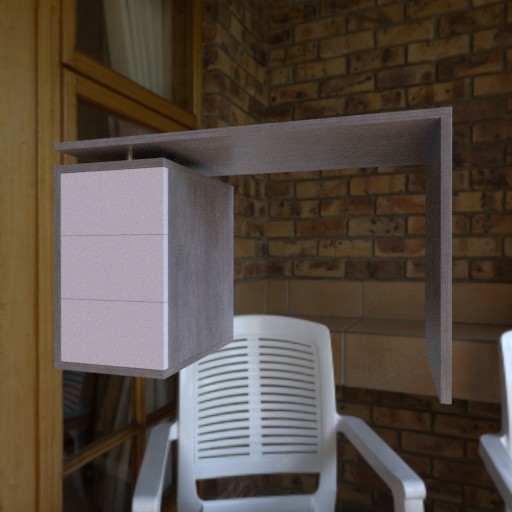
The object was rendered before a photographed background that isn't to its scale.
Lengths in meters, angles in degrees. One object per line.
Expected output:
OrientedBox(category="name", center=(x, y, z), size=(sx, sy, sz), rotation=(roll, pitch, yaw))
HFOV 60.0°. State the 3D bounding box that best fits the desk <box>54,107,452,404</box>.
OrientedBox(category="desk", center=(0.000, 0.000, 1.559), size=(1.200, 0.740, 0.600), rotation=(0, 0, 17))
